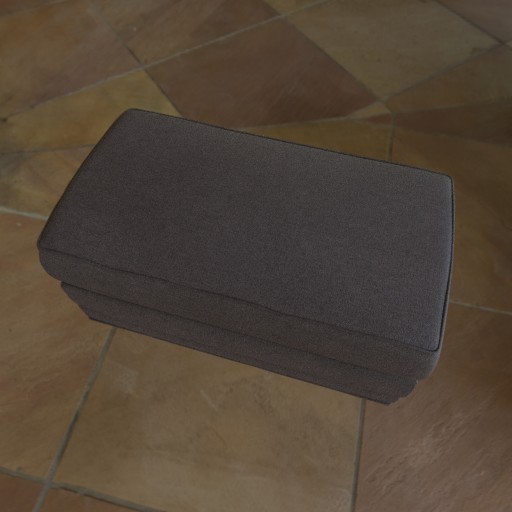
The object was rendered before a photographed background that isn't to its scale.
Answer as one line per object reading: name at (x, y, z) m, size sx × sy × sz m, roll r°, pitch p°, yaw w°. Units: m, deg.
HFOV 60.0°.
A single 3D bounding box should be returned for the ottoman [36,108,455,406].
ottoman at (0.000, 0.000, 1.132) m, size 0.864 × 0.448 × 0.490 m, roll 14°, pitch 59°, yaw 9°
